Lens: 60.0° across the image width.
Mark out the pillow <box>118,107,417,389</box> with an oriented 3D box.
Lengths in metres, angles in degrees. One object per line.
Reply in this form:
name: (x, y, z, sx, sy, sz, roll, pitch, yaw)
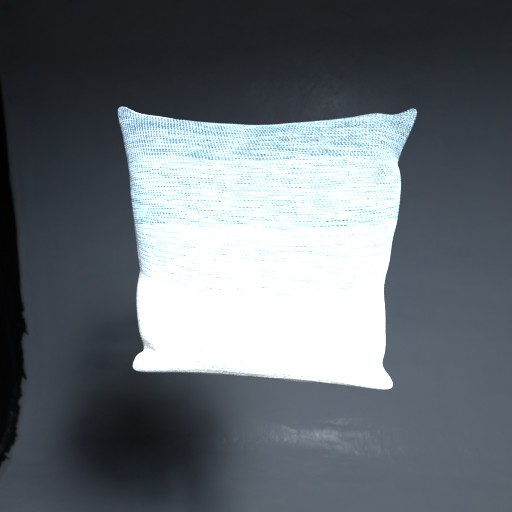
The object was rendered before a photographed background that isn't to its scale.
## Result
pillow: (0.000, 0.000, 0.682, 0.440, 0.441, 0.182, 2, 15, 9)
